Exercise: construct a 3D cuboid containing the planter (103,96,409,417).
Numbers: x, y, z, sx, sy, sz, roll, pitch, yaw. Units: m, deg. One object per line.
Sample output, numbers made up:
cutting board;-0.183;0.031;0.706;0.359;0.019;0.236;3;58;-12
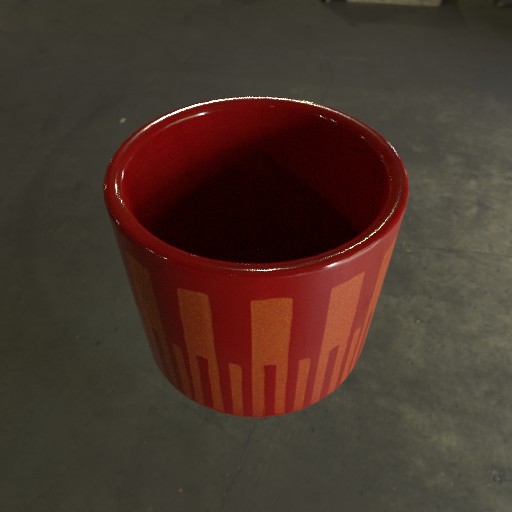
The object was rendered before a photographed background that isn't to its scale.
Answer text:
planter;0.000;0.000;0.410;0.230;0.202;0.230;0;46;0
